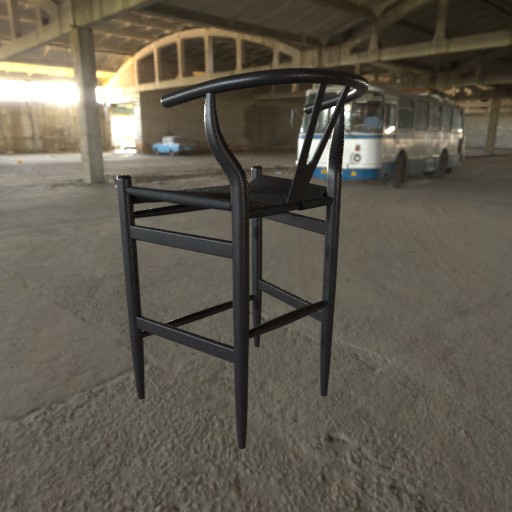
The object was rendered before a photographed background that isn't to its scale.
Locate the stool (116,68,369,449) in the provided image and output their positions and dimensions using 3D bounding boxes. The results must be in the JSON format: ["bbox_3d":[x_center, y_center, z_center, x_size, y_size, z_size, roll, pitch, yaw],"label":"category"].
[{"bbox_3d":[0.000,0.000,1.311,0.569,0.970,0.579,-14,21,-42],"label":"stool"}]
